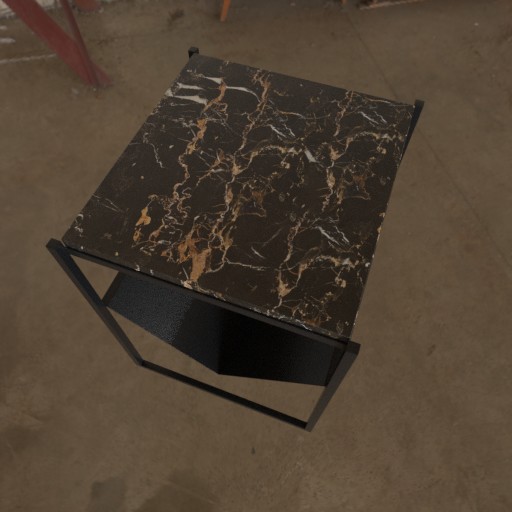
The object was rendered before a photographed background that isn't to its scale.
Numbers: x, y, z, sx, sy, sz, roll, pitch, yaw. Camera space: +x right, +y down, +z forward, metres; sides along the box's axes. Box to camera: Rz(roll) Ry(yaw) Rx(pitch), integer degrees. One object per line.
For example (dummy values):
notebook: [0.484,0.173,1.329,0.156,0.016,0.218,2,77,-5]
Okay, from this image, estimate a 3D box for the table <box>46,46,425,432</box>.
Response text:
table: [0.000,0.000,0.899,0.432,0.534,0.469,18,61,10]
